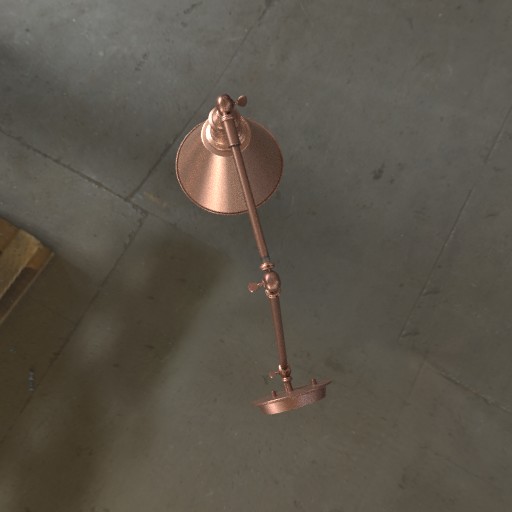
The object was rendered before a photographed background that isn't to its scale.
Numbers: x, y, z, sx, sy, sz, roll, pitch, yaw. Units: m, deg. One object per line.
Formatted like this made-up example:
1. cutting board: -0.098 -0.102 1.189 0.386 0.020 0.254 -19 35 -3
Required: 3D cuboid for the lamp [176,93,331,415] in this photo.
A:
1. lamp: 0.000 0.000 0.894 0.223 0.502 0.624 -15 77 -4
